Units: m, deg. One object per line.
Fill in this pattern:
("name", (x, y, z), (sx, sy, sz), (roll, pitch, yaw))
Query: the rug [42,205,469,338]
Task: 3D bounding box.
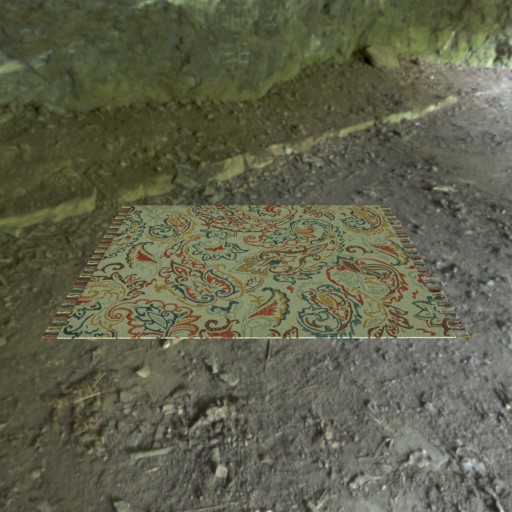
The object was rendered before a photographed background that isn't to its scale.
("rug", (0.000, 0.000, 4.427), (3.274, 0.015, 2.439), (0, 31, 0))
